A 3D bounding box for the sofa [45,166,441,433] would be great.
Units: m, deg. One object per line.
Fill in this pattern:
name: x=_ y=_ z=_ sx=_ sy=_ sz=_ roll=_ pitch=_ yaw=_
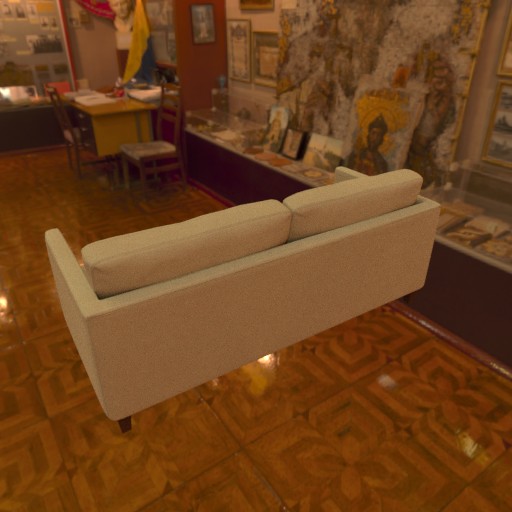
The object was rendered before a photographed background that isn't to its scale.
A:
sofa: x=0.000 y=0.000 z=2.697 sx=2.181 sy=0.932 sz=0.948 roll=-17 pitch=33 yaw=-28
